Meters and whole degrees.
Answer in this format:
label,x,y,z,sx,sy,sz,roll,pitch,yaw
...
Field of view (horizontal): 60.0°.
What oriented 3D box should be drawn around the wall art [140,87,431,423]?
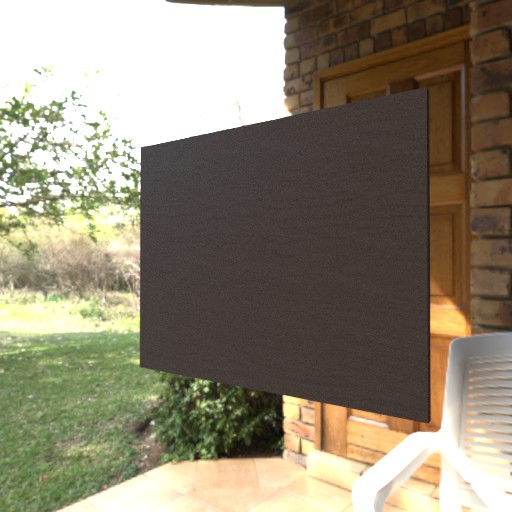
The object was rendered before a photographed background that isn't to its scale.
label,x,y,z,sx,sy,sz,roll,pitch,yaw
wall art,0.000,0.000,0.682,0.508,0.406,0.013,0,-1,34
